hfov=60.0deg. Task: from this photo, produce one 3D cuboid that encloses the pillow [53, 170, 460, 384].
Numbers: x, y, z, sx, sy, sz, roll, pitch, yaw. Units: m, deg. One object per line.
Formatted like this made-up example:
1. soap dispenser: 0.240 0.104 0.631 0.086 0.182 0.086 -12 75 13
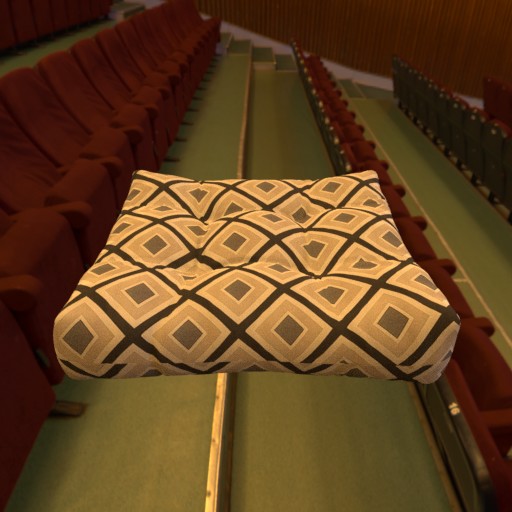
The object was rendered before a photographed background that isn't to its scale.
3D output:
1. pillow: 0.000 0.000 0.714 0.490 0.128 0.468 0 33 0
